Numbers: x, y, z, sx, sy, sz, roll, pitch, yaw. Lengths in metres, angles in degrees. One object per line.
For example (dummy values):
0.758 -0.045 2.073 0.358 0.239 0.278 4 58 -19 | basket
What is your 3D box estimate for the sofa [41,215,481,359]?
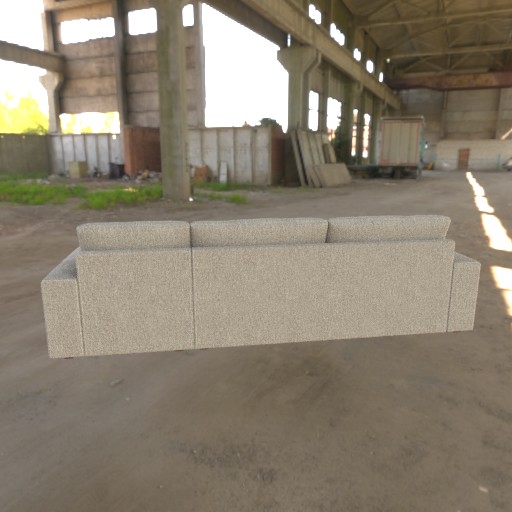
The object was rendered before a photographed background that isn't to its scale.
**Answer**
0.000 0.000 3.520 2.718 0.813 1.689 -2 14 -9 | sofa
